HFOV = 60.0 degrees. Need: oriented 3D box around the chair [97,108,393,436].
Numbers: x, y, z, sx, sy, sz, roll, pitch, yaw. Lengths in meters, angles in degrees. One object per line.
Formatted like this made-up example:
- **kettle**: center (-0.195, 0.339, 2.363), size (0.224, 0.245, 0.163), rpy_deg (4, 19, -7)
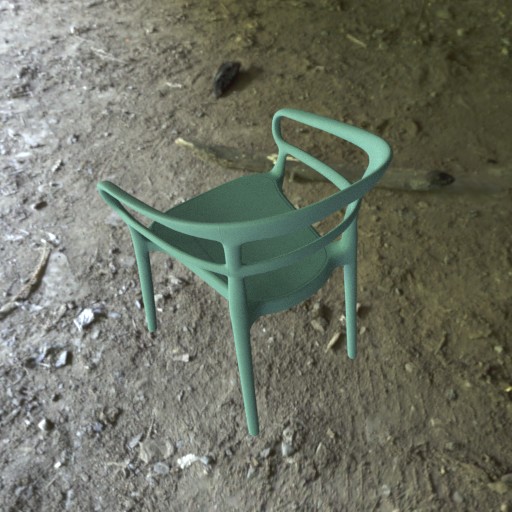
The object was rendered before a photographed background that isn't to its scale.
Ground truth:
- **chair**: center (0.000, 0.000, 1.161), size (0.559, 0.761, 0.527), rpy_deg (-30, 53, -25)
